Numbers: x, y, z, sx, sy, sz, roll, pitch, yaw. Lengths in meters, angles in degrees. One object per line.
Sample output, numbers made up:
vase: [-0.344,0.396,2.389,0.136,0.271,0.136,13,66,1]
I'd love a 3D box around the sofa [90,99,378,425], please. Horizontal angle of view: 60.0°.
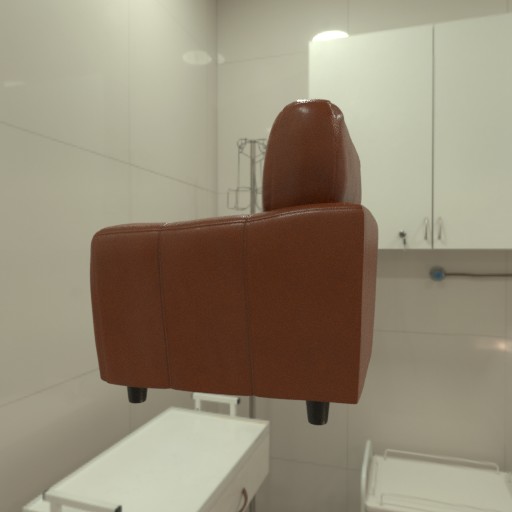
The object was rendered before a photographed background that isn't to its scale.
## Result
sofa: [0.000,0.000,1.517,0.789,0.876,0.836,0,1,18]
